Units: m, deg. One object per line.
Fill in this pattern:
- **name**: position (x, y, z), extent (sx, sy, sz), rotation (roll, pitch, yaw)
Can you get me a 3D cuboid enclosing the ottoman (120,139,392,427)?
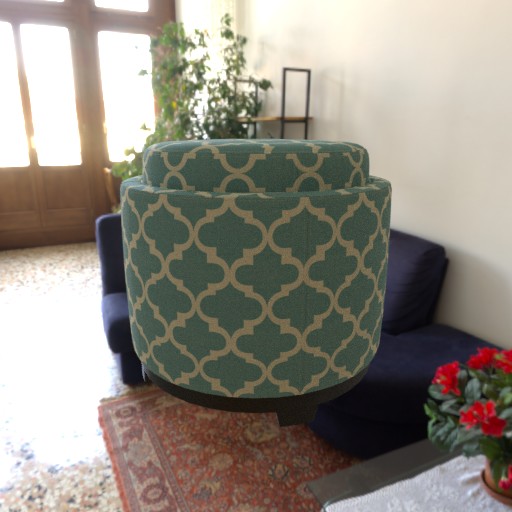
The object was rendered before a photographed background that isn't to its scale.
- **ottoman**: position (0.000, 0.000, 0.841), extent (0.480, 0.429, 0.480), rotation (0, 16, 0)
